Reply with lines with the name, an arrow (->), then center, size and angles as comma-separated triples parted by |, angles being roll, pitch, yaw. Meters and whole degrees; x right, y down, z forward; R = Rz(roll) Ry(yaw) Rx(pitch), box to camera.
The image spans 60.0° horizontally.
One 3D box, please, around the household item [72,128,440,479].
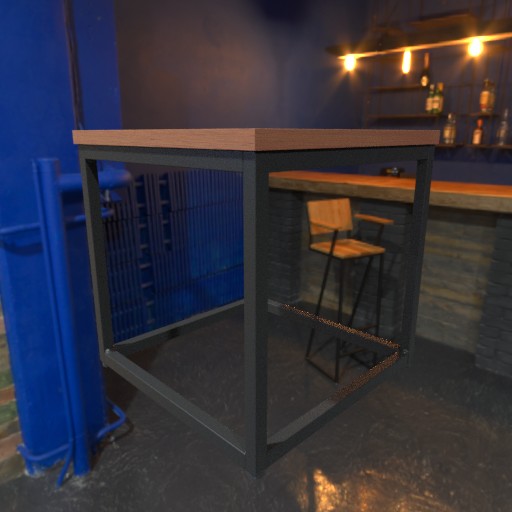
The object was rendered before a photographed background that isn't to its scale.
household item -> 0.000, 0.000, 0.734 | 0.400, 0.400, 0.400 | -15, 21, -43
